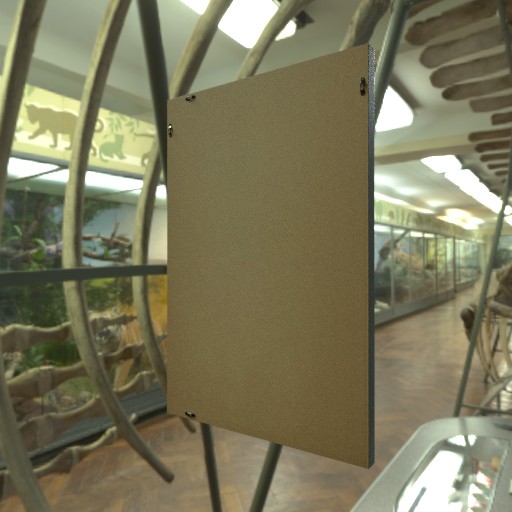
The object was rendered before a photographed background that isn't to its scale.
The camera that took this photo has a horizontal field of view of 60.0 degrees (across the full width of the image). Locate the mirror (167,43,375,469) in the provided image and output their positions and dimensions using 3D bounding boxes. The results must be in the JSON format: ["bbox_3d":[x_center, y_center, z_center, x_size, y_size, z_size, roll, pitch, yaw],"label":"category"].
[{"bbox_3d":[0.000,0.000,1.137,0.609,0.915,0.041,0,0,35],"label":"mirror"}]
